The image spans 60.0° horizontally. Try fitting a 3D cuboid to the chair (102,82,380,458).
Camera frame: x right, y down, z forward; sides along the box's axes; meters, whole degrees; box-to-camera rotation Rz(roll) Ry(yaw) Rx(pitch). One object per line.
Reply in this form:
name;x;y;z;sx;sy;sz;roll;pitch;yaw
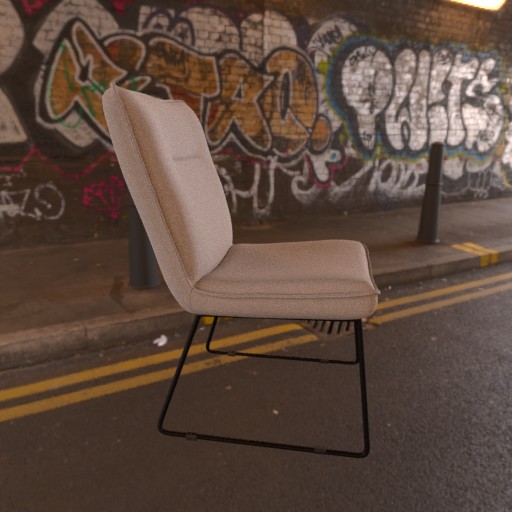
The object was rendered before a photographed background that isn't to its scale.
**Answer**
chair;0.000;0.000;1.322;0.688;0.930;0.515;3;15;10
